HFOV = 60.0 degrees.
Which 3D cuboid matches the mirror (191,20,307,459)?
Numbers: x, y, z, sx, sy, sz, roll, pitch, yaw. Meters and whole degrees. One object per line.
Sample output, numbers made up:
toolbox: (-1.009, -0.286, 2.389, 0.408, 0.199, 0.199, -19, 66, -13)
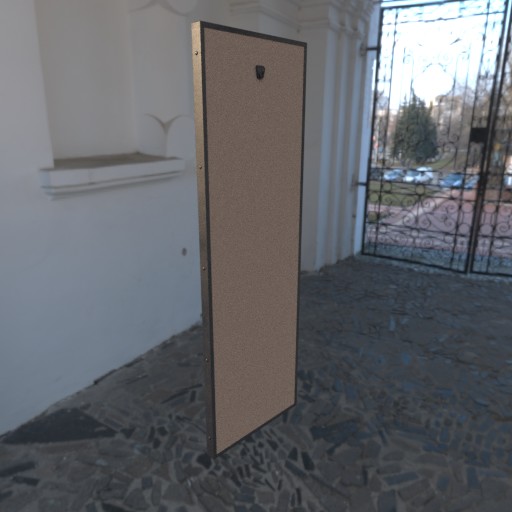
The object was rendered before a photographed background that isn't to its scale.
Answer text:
mirror: (0.000, 0.000, 1.179, 0.042, 1.080, 0.354, 15, 22, 43)
